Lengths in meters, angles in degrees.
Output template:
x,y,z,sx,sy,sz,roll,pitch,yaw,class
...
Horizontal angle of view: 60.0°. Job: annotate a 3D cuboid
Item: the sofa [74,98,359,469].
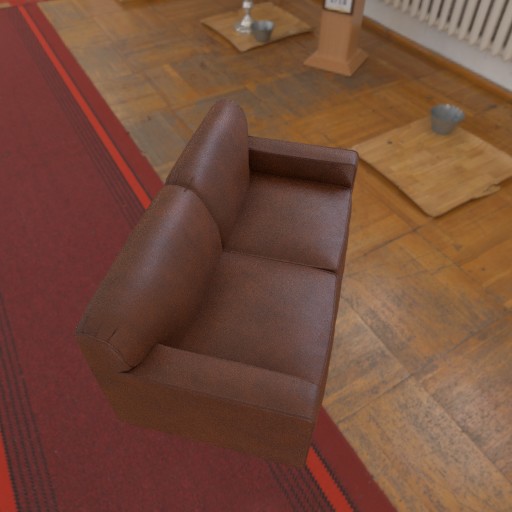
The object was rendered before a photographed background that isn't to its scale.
x,y,z,sx,sy,sz,roll,pitch,yaw,class
0.000,0.000,2.467,1.000,0.966,1.856,10,48,9,sofa
